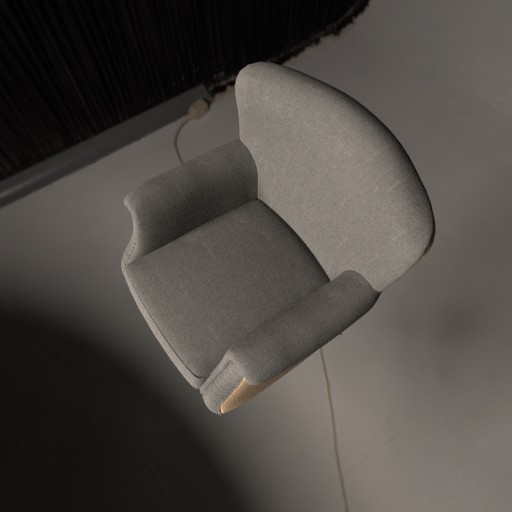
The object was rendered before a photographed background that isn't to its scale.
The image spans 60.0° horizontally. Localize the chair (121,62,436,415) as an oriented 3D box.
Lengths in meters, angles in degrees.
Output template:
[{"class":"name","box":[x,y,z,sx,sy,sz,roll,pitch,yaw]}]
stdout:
[{"class":"chair","box":[0.000,0.000,1.652,0.921,0.936,0.861,-32,68,-15]}]
